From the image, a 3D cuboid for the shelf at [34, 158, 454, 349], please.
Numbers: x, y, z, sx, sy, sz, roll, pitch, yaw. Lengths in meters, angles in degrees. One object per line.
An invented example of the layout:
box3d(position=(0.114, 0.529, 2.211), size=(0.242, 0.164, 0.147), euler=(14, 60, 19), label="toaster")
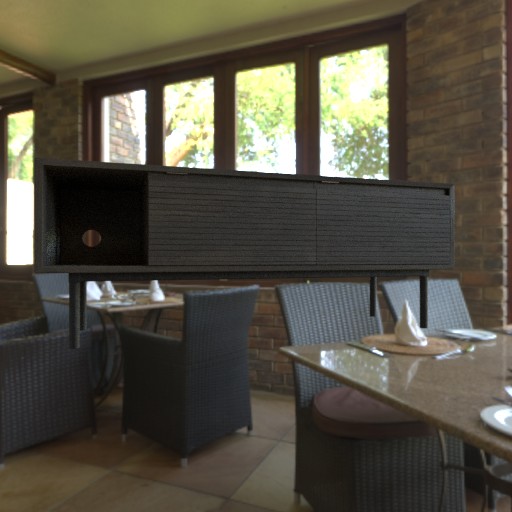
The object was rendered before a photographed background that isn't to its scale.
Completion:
box3d(position=(0.000, 0.000, 1.502), size=(1.300, 0.495, 0.400), euler=(0, 0, -18), label="shelf")
